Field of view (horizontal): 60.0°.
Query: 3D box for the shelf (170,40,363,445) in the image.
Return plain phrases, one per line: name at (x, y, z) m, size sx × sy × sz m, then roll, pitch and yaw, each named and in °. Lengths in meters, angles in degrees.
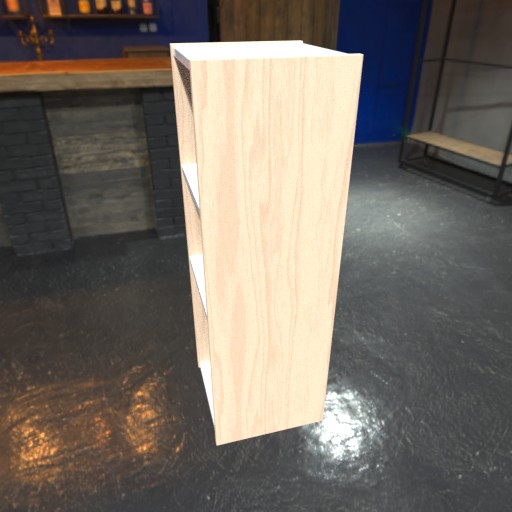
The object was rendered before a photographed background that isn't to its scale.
shelf at (0.000, 0.000, 1.057) m, size 0.290 × 0.900 × 0.300 m, roll -8°, pitch 31°, yaw -13°
